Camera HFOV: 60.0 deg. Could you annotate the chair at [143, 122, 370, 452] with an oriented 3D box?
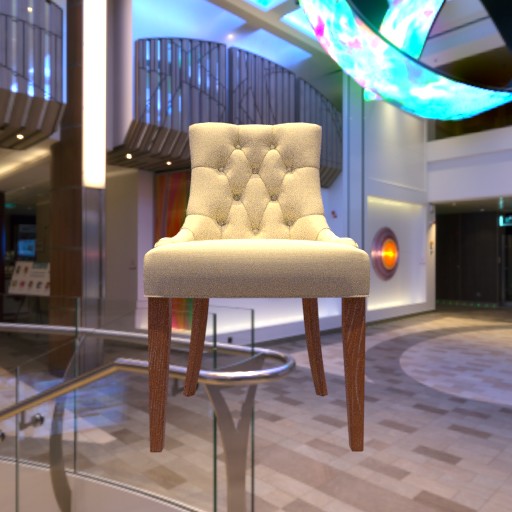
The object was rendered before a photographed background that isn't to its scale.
[{"bbox_3d":[0.000,0.000,1.228,0.509,0.874,0.565,0,0,-1],"label":"chair"}]
